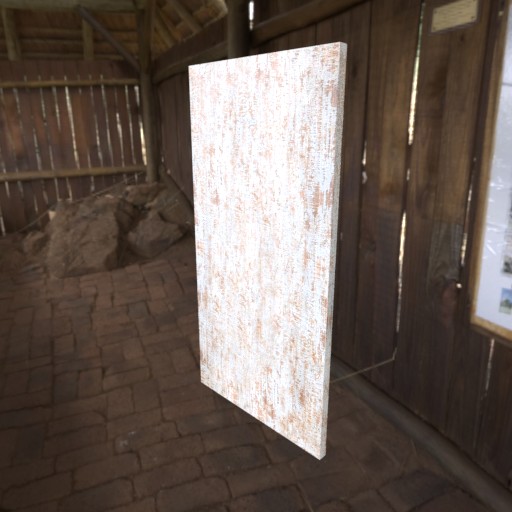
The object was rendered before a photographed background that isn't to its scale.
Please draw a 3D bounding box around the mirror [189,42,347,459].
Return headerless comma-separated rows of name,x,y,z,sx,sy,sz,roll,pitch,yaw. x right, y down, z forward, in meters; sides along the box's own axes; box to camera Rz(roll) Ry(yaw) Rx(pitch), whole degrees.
mirror,0.000,0.000,1.113,0.027,0.922,0.472,-15,22,-42
